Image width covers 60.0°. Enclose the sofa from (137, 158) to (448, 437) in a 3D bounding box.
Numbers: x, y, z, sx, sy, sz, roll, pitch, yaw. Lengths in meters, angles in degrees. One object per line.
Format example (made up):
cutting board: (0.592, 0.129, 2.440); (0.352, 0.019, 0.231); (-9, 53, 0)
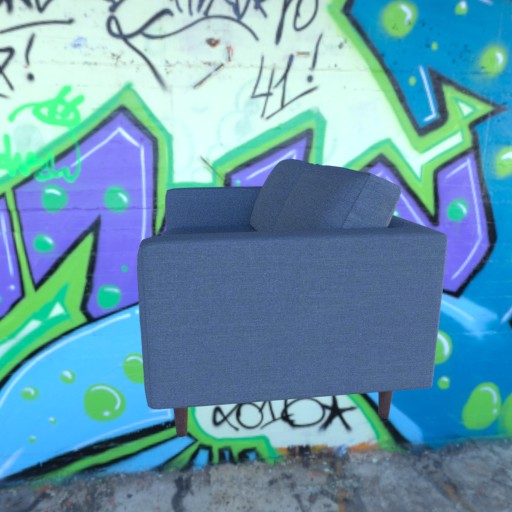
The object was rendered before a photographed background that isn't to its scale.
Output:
sofa: (0.000, 0.000, 2.191); (0.999, 0.907, 1.659); (-2, 14, -8)
